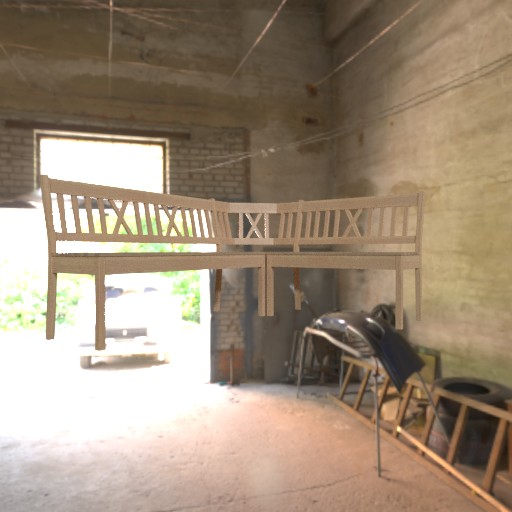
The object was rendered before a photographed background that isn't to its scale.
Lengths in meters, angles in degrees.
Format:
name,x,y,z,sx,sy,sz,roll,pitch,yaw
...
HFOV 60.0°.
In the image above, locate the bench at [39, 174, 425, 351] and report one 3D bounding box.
name,x,y,z,sx,sy,sz,roll,pitch,yaw
bench,0.000,0.000,2.779,1.537,0.902,1.937,1,1,36
